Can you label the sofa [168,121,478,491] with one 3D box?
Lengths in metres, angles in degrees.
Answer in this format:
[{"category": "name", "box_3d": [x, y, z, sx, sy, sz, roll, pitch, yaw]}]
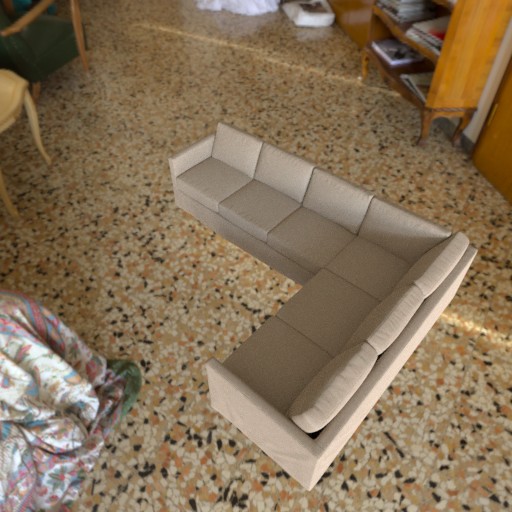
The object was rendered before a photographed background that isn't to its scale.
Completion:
[{"category": "sofa", "box_3d": [0.000, 0.000, 4.229, 3.182, 0.871, 2.432, 33, 55, 27]}]
